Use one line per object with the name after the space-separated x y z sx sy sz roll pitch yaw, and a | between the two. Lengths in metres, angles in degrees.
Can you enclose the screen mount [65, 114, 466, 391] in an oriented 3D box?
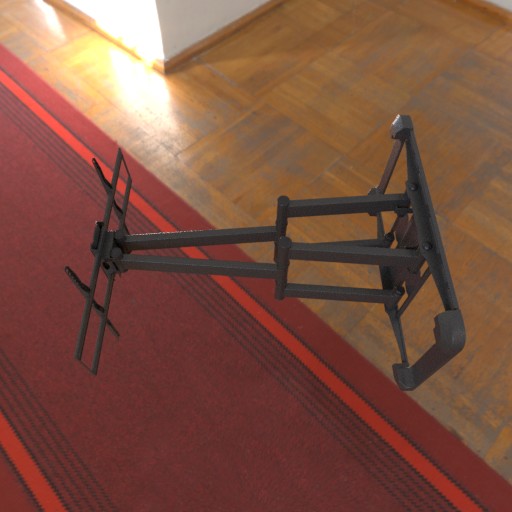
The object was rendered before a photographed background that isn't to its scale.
0.000 0.000 1.331 0.905 0.483 0.725 0 59 0 | screen mount
